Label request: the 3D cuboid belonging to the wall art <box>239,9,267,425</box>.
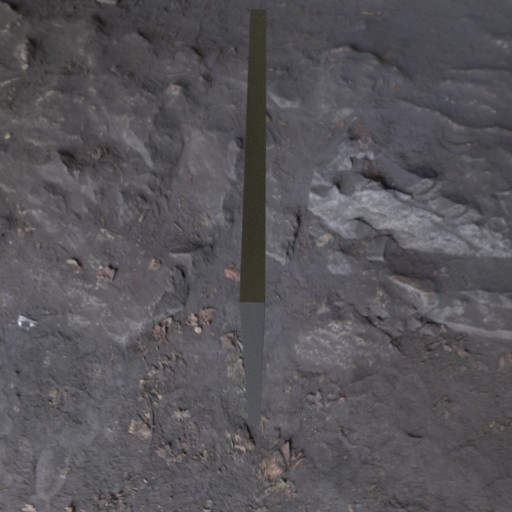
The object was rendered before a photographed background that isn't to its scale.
[{"bbox_3d":[0.000,0.000,1.360,0.041,1.062,0.803,1,59,0],"label":"wall art"}]
